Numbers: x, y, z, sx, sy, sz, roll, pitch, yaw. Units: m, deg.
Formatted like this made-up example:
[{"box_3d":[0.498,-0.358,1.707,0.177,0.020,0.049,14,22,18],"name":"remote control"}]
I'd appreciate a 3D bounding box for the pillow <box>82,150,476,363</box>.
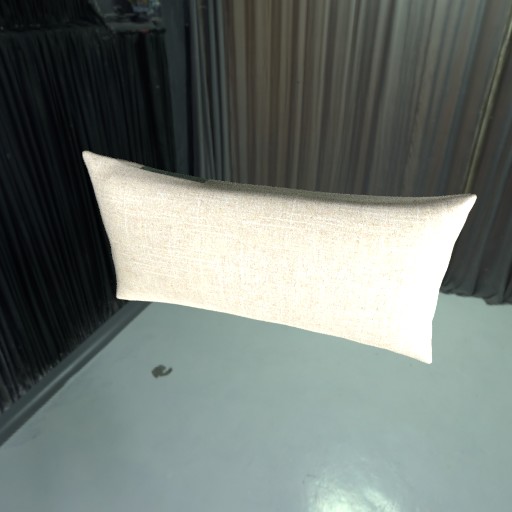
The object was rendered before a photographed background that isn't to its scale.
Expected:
[{"box_3d":[0.000,0.000,1.042,0.859,0.429,0.197,10,32,16],"name":"pillow"}]
